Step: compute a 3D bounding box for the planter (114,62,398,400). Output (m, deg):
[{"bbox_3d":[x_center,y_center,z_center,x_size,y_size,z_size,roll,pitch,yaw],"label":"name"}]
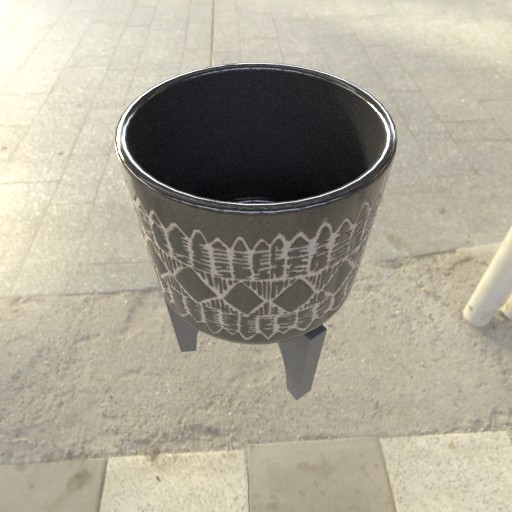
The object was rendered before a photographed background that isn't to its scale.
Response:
[{"bbox_3d":[0.000,0.000,0.526,0.251,0.355,0.251,-4,47,-4],"label":"planter"}]
